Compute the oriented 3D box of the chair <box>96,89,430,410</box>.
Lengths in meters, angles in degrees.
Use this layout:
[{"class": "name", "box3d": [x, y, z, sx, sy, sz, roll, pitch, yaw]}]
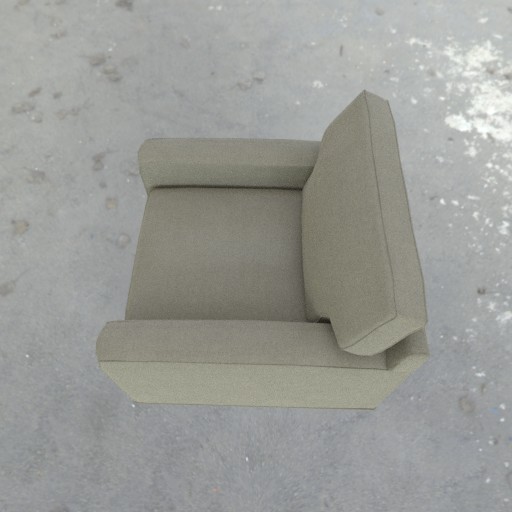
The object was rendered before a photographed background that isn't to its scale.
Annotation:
[{"class": "chair", "box3d": [0.000, 0.000, 1.774, 1.044, 0.934, 0.999, 1, 60, 1]}]
